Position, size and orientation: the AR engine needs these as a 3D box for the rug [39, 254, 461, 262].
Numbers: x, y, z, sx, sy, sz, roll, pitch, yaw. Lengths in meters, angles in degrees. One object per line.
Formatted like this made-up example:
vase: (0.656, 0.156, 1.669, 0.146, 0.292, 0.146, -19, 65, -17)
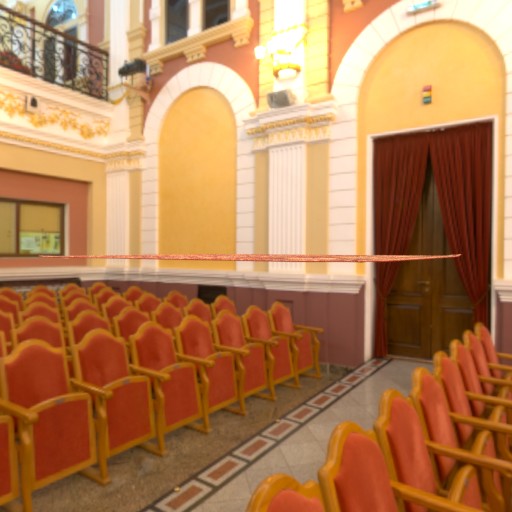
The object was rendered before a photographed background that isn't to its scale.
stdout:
rug: (0.000, 0.000, 4.136, 3.086, 0.030, 2.489, 1, 1, 35)
